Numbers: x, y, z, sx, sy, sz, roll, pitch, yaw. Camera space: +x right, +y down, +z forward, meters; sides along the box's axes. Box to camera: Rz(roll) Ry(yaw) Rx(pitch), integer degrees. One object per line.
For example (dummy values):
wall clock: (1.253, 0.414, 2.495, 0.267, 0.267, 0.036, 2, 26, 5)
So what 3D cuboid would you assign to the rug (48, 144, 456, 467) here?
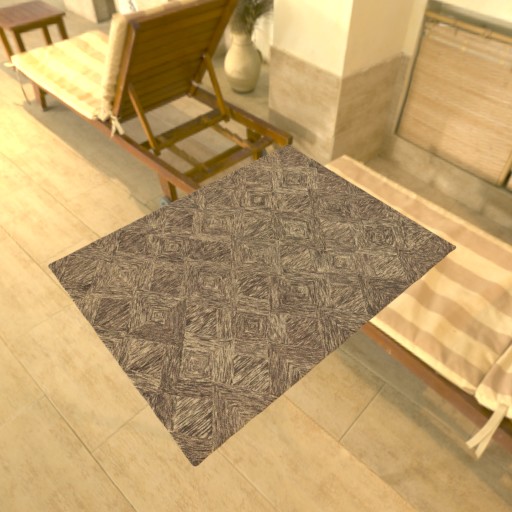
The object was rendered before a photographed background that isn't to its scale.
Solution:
rug: (0.000, 0.000, 4.344, 3.204, 0.017, 2.448, -32, 55, -27)
